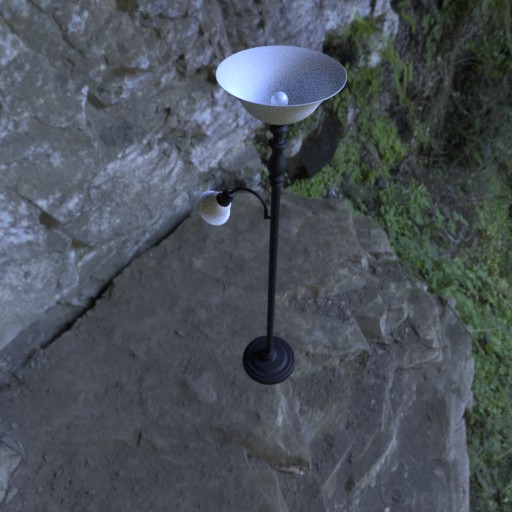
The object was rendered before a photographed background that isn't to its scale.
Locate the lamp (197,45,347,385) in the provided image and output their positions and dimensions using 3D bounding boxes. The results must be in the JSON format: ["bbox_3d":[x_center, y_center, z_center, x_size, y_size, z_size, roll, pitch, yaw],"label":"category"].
[{"bbox_3d":[0.000,0.000,2.071,0.588,1.793,0.405,25,52,21],"label":"lamp"}]
